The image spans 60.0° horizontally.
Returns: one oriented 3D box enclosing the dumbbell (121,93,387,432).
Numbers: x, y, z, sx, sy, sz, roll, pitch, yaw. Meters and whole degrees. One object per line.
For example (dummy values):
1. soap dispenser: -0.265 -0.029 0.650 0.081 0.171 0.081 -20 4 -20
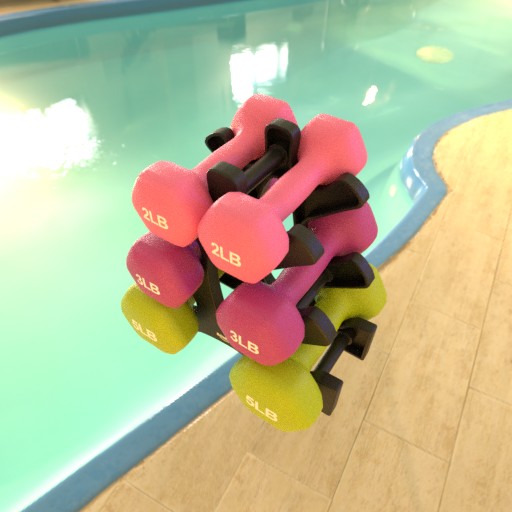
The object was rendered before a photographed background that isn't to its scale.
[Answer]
1. dumbbell: 0.000 0.000 0.453 0.257 0.261 0.203 27 52 23
